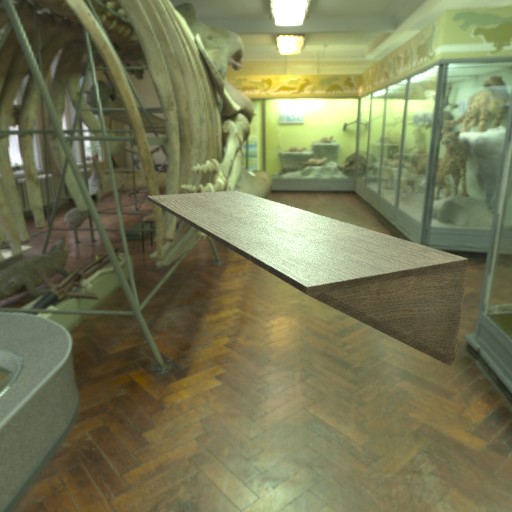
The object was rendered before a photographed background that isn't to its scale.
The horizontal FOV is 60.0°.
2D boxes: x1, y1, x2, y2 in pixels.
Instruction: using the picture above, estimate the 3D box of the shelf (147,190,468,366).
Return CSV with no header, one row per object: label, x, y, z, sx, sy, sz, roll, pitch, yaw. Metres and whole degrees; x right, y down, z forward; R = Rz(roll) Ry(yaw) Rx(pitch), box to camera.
shelf,0.000,0.000,0.704,0.200,0.125,0.610,-8,18,-25
